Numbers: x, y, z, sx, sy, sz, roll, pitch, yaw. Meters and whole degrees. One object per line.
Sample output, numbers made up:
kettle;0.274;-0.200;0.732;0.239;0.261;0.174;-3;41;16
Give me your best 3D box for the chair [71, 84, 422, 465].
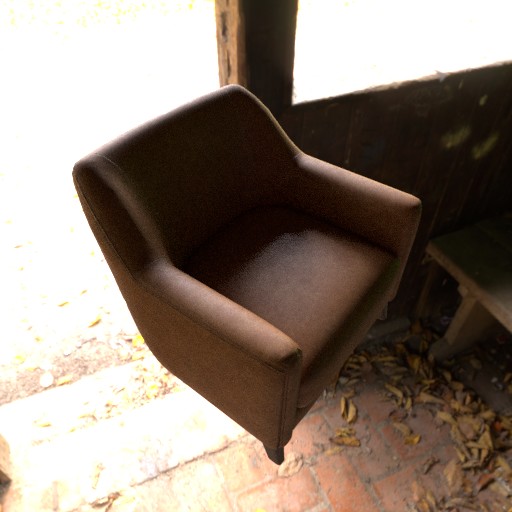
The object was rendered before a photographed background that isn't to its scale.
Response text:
chair;0.000;0.000;1.852;1.034;0.980;1.037;28;50;26
